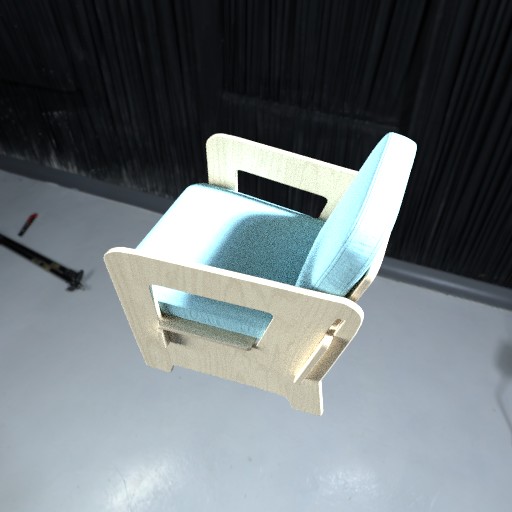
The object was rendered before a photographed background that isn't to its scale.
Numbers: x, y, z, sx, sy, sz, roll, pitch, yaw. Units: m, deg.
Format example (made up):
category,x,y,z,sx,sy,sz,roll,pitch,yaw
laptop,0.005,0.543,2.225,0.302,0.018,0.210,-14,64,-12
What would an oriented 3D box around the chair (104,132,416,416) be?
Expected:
category,x,y,z,sx,sy,sz,roll,pitch,yaw
chair,0.000,0.000,1.327,0.710,0.800,0.590,17,49,15
